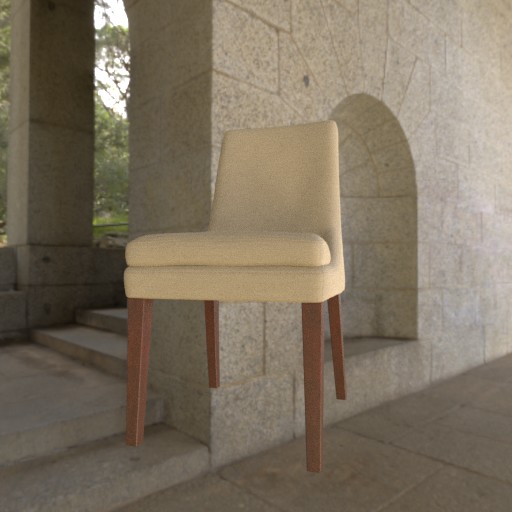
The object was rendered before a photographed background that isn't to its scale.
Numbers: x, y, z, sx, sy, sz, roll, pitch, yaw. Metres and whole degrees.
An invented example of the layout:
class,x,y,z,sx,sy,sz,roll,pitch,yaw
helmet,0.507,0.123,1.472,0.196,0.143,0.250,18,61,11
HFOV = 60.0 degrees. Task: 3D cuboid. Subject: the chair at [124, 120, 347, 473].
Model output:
class,x,y,z,sx,sy,sz,roll,pitch,yaw
chair,0.000,0.000,1.316,0.515,0.940,0.638,0,-1,17
